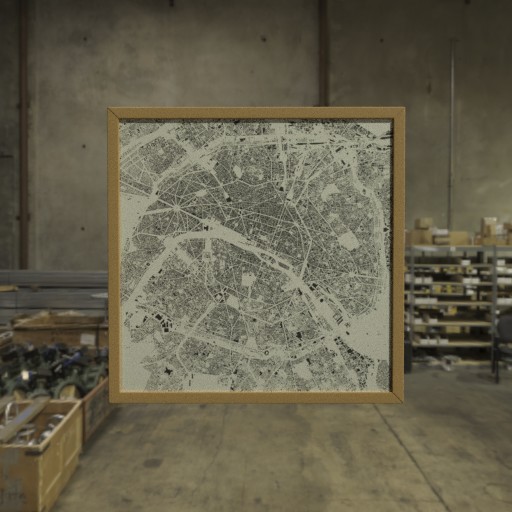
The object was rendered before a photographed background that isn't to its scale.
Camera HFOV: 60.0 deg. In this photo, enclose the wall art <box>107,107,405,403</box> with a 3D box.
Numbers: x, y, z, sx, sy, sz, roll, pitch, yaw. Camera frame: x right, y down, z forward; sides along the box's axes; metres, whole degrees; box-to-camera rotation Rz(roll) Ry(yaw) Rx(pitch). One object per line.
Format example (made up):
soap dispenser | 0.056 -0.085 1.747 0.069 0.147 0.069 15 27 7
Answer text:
wall art | 0.000 0.000 1.157 0.761 0.761 0.037 0 1 0
